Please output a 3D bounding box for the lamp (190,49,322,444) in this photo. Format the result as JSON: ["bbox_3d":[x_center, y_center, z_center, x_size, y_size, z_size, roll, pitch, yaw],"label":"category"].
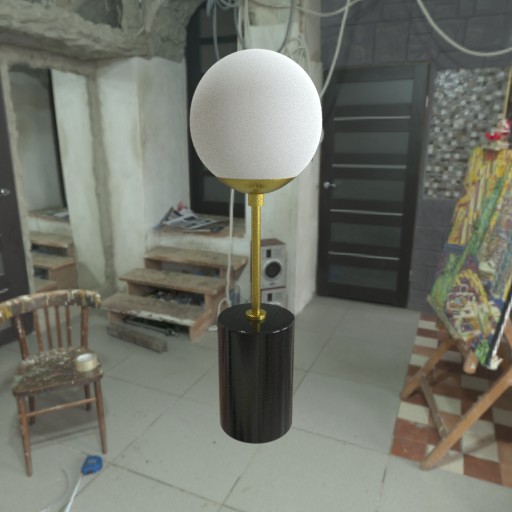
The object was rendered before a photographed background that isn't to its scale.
[{"bbox_3d":[0.000,0.000,0.562,0.153,0.480,0.153,0,15,0],"label":"lamp"}]
